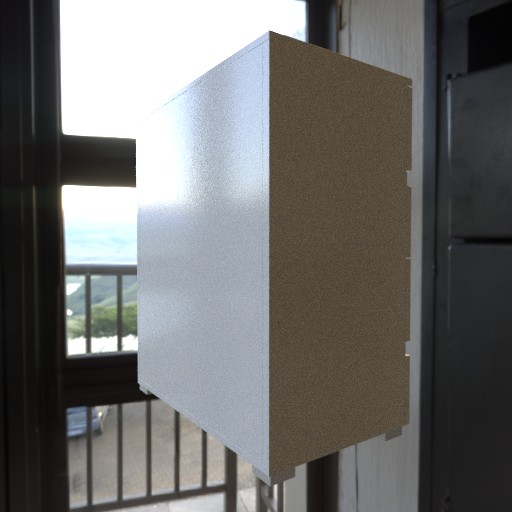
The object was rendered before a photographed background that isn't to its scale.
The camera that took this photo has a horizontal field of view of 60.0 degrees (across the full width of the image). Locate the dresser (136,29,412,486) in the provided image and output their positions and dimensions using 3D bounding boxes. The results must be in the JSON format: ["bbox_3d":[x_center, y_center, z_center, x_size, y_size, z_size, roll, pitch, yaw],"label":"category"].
[{"bbox_3d":[0.000,0.000,1.153,0.400,0.800,0.650,-1,2,-35],"label":"dresser"}]
